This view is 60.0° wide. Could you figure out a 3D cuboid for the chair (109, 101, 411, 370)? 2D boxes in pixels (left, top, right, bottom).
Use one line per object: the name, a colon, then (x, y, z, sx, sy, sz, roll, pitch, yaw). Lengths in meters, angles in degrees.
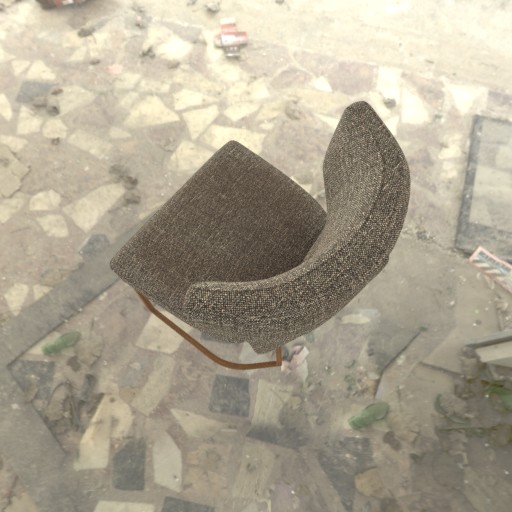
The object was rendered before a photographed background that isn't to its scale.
chair: (0.000, 0.000, 1.246, 0.617, 0.824, 0.611, 35, 70, 15)
